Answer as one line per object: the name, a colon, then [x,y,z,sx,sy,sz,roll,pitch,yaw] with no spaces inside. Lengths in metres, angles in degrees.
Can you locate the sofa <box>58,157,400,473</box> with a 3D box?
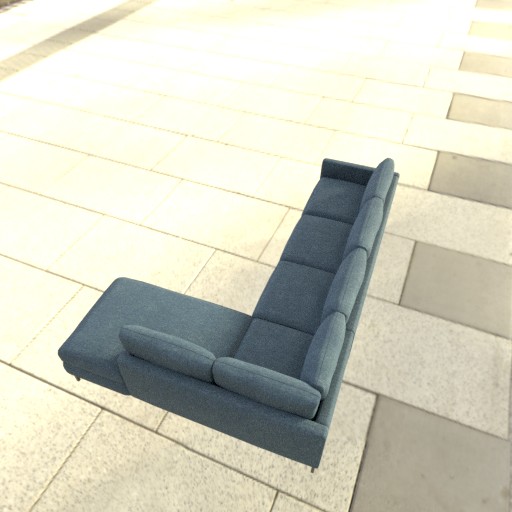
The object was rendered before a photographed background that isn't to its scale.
sofa: [0.000,0.000,3.920,2.007,0.815,2.949,16,47,15]
